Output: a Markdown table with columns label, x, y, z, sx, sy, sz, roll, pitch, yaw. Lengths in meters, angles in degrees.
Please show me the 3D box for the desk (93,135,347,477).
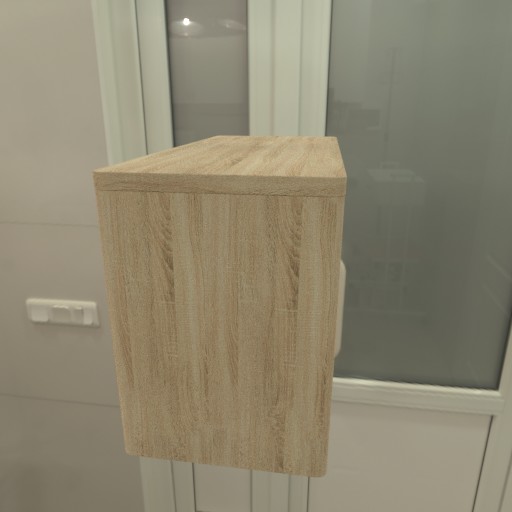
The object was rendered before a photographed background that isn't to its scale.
| label | x | y | z | sx | sy | sz | roll | pitch | yaw |
| --- | --- | --- | --- | --- | --- | --- | --- | --- | --- |
| desk | 0.000 | 0.000 | 1.599 | 0.550 | 0.760 | 1.200 | 3 | 19 | 8 |
